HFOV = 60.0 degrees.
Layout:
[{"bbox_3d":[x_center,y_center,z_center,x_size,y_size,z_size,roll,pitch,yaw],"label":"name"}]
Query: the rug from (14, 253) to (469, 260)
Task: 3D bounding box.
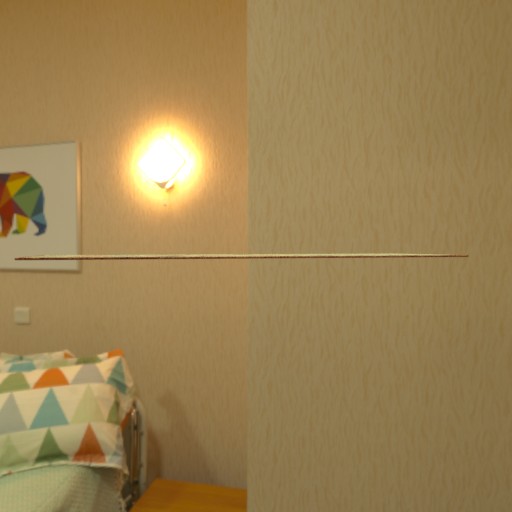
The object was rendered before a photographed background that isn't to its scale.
[{"bbox_3d":[0.000,0.000,2.645,2.435,0.011,0.750,0,1,-17],"label":"rug"}]
